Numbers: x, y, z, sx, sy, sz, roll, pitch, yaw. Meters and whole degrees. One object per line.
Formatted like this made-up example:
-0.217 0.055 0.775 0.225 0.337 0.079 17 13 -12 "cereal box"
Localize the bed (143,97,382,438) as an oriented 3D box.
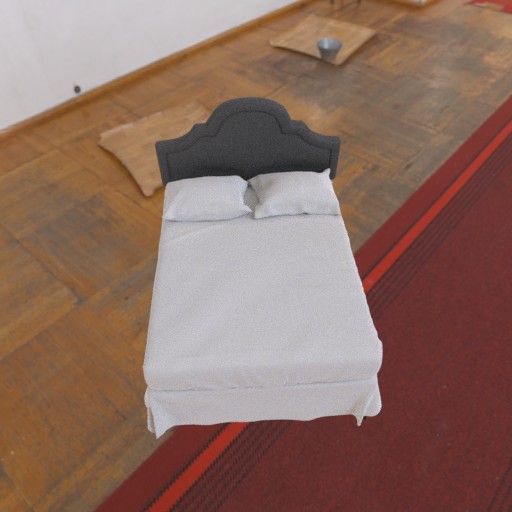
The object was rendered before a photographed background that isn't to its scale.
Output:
0.000 0.000 3.441 1.780 1.634 2.222 -3 46 -2 "bed"
